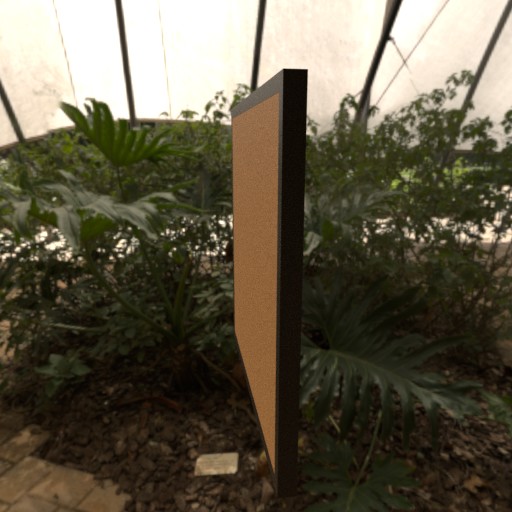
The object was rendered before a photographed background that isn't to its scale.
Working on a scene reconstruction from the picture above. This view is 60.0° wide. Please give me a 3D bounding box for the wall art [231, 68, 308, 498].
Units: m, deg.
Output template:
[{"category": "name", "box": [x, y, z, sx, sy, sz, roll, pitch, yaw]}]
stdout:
[{"category": "wall art", "box": [0.000, 0.000, 1.118, 0.038, 0.762, 0.762, -2, 14, -9]}]
